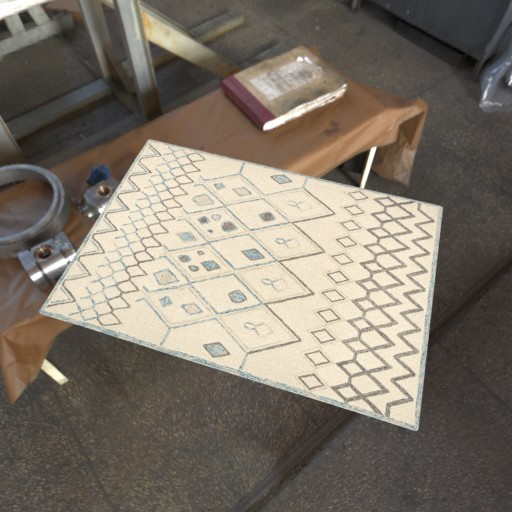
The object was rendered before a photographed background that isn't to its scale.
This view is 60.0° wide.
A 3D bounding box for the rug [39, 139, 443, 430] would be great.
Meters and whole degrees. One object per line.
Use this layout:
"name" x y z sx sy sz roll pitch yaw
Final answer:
"rug" 0.000 0.000 2.331 1.820 0.009 1.260 15 59 9
